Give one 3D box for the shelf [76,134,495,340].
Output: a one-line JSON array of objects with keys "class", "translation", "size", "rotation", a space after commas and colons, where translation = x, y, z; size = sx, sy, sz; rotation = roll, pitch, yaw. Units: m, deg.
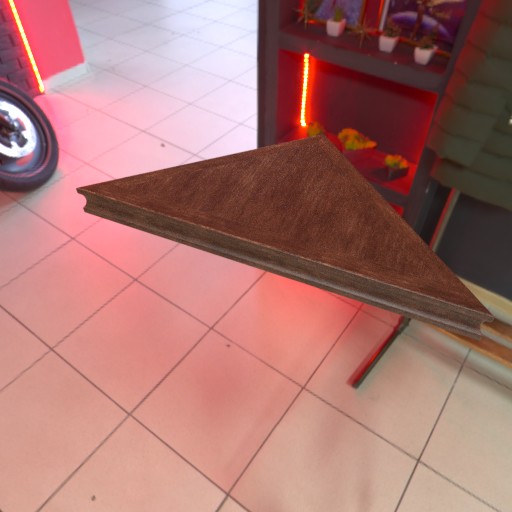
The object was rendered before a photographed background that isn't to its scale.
[{"class": "shelf", "translation": [0.000, 0.000, 0.426], "size": [0.296, 0.035, 0.296], "rotation": [-16, 48, -15]}]
